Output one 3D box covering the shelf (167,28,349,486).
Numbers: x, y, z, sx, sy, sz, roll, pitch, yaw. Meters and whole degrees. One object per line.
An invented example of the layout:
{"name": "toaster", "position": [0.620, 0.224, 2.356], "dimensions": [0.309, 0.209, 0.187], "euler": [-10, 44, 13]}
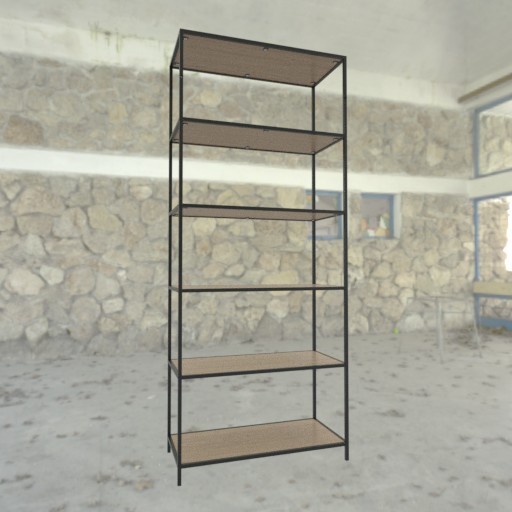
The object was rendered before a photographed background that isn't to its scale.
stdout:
{"name": "shelf", "position": [0.000, 0.000, 2.075], "dimensions": [0.770, 1.850, 0.350], "euler": [1, -2, -18]}
